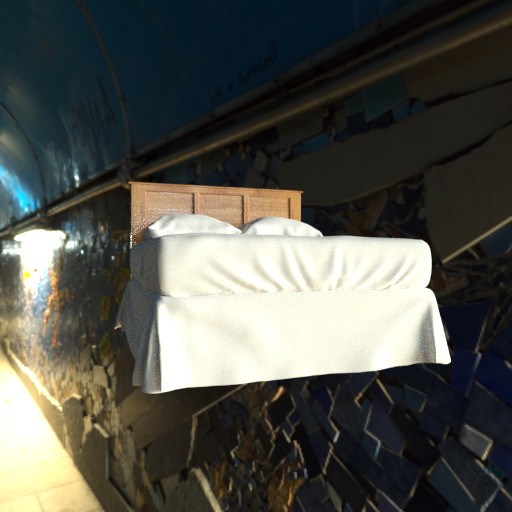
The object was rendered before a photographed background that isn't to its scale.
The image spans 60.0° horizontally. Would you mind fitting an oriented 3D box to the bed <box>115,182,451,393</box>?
[{"bbox_3d":[0.000,0.000,3.179,1.870,1.273,2.035,0,0,-20],"label":"bed"}]
